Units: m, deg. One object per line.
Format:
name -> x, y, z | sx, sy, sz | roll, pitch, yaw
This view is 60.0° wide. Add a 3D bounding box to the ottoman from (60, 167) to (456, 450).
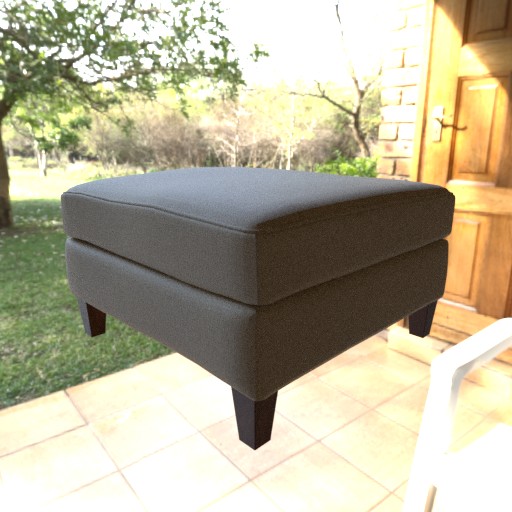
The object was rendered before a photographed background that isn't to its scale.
ottoman -> 0.000, 0.000, 1.325 | 0.838, 0.503, 0.838 | -14, 21, -43
